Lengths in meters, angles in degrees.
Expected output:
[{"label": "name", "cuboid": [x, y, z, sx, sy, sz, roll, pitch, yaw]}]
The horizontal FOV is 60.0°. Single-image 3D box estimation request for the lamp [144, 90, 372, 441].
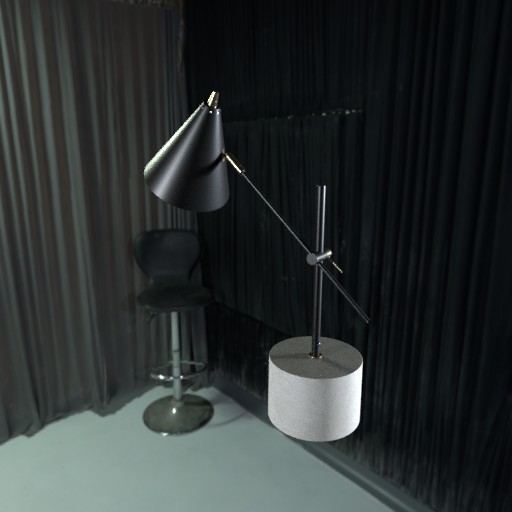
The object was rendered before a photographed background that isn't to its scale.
[{"label": "lamp", "cuboid": [0.000, 0.000, 0.737, 0.214, 0.518, 0.403, -14, 19, -43]}]
